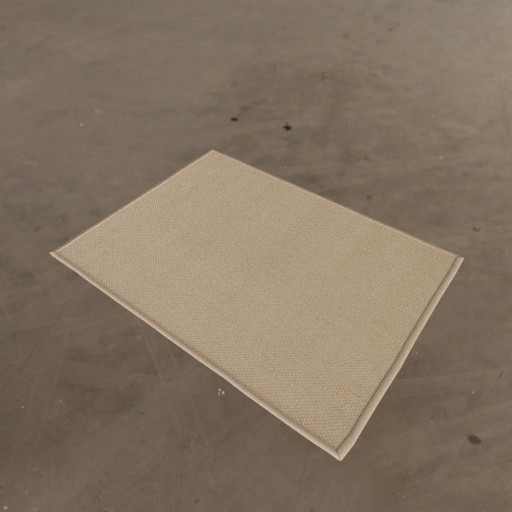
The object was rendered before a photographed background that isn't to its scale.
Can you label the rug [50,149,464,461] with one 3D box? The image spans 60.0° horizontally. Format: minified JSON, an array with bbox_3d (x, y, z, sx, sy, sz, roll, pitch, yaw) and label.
[{"bbox_3d":[0.000,0.000,2.739,2.081,0.020,1.525,28,52,25],"label":"rug"}]
